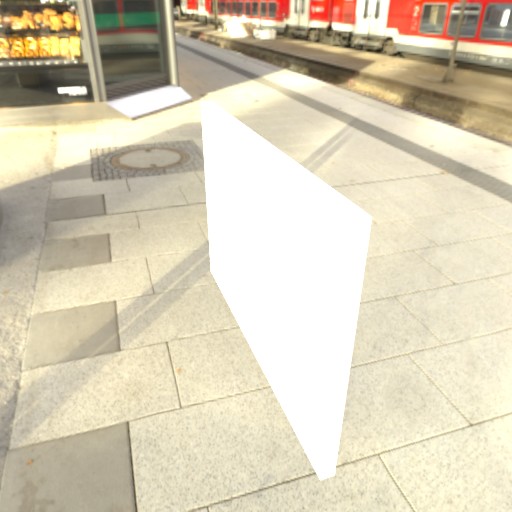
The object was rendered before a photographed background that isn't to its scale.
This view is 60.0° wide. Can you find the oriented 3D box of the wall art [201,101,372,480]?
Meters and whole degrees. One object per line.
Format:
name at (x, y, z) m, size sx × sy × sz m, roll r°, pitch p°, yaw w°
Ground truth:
wall art at (0.000, 0.000, 1.700) m, size 0.051 × 0.902 × 1.308 m, roll -10°, pitch 32°, yaw -17°
